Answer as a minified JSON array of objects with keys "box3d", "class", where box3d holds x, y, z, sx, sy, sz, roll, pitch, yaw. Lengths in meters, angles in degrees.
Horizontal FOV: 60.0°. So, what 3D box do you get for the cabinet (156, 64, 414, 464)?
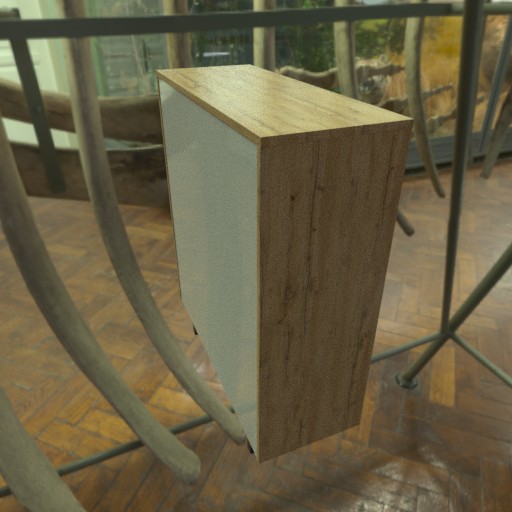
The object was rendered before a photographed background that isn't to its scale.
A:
[{"box3d":[0.000,0.000,1.944,0.473,1.397,1.168,-12,33,-20],"class":"cabinet"}]
